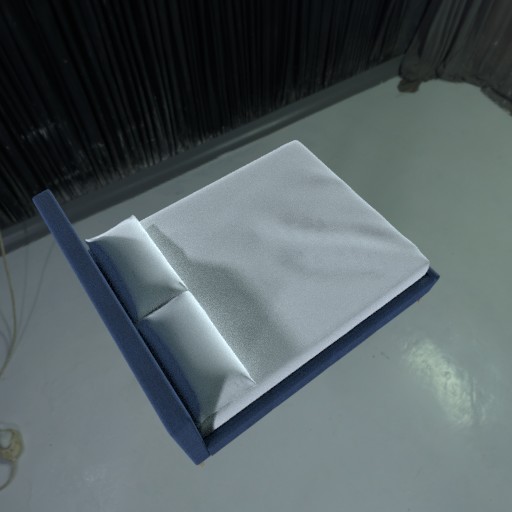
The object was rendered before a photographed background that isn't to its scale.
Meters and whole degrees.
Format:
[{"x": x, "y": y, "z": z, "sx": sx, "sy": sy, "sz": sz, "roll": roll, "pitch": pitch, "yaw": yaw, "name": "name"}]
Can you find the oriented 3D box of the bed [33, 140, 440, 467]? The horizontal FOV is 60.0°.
[{"x": 0.000, "y": 0.000, "z": 3.182, "sx": 2.172, "sy": 1.231, "sz": 1.723, "roll": -31, "pitch": 63, "yaw": -18, "name": "bed"}]
